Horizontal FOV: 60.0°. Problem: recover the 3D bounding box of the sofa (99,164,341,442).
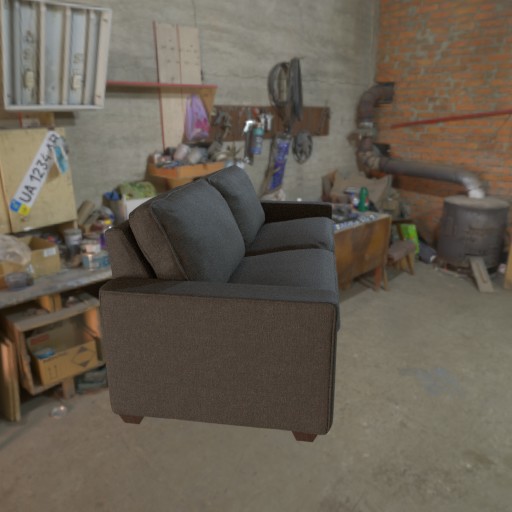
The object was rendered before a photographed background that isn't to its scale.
[{"bbox_3d":[0.000,0.000,2.608,0.940,0.919,2.080,3,17,8],"label":"sofa"}]
